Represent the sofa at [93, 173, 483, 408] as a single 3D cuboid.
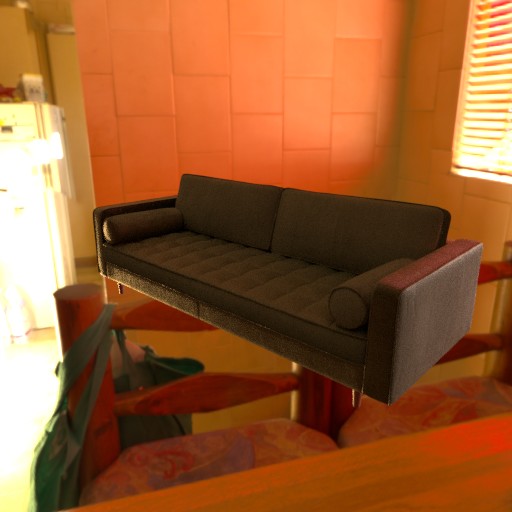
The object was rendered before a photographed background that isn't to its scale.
[{"bbox_3d":[0.000,0.000,2.596,2.199,0.769,0.918,15,23,41],"label":"sofa"}]
